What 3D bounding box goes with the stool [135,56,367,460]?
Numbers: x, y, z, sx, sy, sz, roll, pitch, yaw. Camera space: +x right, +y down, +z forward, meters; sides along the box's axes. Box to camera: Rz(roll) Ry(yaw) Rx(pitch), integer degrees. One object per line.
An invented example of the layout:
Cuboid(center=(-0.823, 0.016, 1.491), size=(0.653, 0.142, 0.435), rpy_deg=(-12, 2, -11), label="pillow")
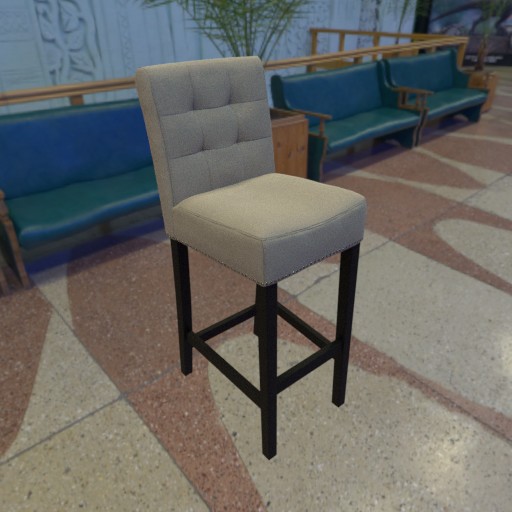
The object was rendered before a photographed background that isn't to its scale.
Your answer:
Cuboid(center=(0.000, 0.000, 1.339), size=(0.411, 1.047, 0.548), rpy_deg=(-23, 37, -33), label="stool")
